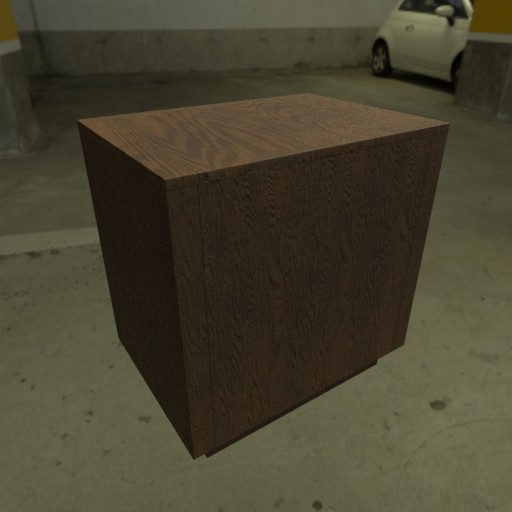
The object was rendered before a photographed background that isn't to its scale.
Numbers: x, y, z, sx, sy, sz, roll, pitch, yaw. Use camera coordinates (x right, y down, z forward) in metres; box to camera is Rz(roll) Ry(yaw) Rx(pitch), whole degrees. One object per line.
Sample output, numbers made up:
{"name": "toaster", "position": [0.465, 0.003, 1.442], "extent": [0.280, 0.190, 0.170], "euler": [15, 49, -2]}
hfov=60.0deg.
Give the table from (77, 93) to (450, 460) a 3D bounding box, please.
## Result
{"name": "table", "position": [0.000, 0.000, 0.973], "extent": [0.560, 0.585, 0.439], "euler": [-18, 34, -29]}
